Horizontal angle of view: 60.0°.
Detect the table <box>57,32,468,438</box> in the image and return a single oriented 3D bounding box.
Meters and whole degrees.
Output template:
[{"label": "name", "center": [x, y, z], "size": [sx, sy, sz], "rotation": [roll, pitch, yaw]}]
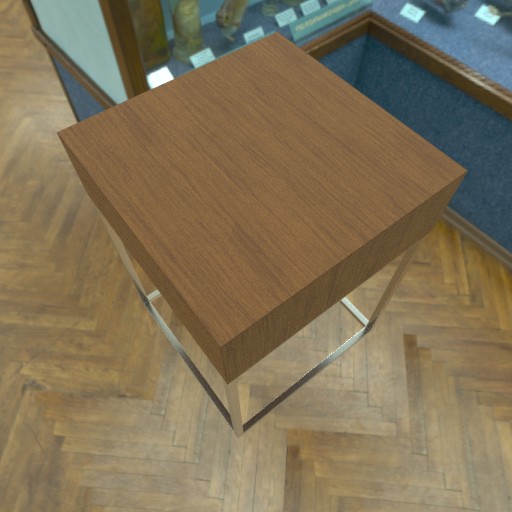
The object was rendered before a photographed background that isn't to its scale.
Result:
[{"label": "table", "center": [0.000, 0.000, 0.830], "size": [0.398, 0.540, 0.397], "rotation": [-33, 64, -19]}]
